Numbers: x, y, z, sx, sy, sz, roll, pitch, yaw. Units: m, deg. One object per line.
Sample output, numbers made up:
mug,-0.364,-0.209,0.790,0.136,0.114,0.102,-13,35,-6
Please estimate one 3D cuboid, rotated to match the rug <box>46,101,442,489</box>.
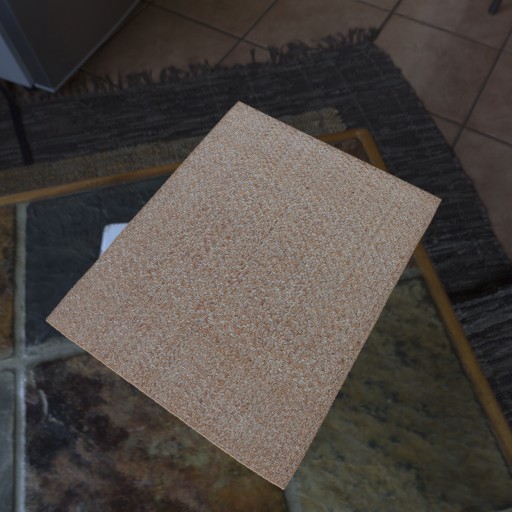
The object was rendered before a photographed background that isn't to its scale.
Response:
rug,0.000,0.000,4.102,2.439,0.013,3.048,30,67,14
